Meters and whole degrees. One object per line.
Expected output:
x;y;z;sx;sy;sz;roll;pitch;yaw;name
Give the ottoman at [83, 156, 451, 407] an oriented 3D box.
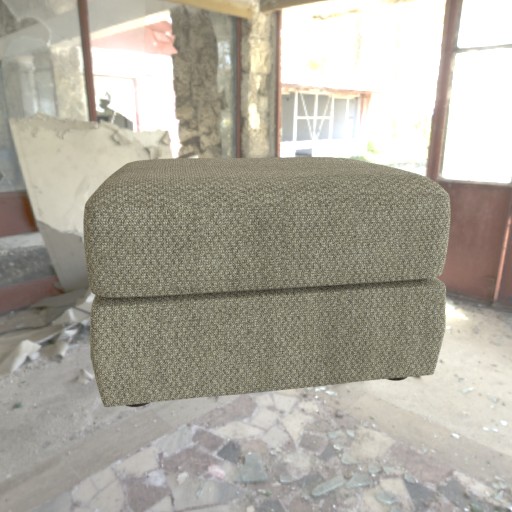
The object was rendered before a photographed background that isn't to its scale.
0.000;0.000;1.137;0.751;0.476;0.603;-3;17;-9;ottoman
